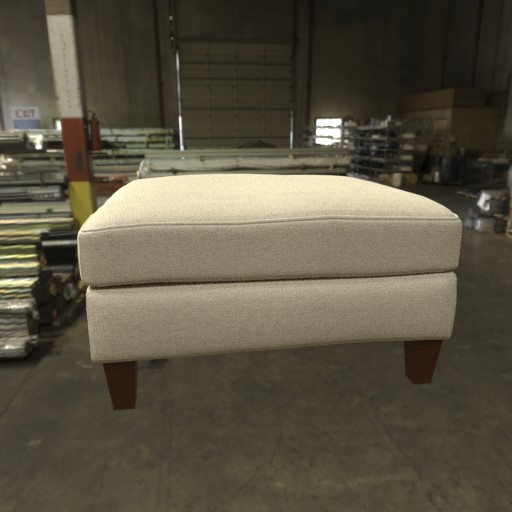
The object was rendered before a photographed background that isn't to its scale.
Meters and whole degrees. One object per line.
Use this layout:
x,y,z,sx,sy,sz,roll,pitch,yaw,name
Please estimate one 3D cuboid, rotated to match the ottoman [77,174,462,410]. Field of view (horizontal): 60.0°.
0.000,0.000,1.343,0.838,0.478,0.838,-2,16,-8,ottoman
